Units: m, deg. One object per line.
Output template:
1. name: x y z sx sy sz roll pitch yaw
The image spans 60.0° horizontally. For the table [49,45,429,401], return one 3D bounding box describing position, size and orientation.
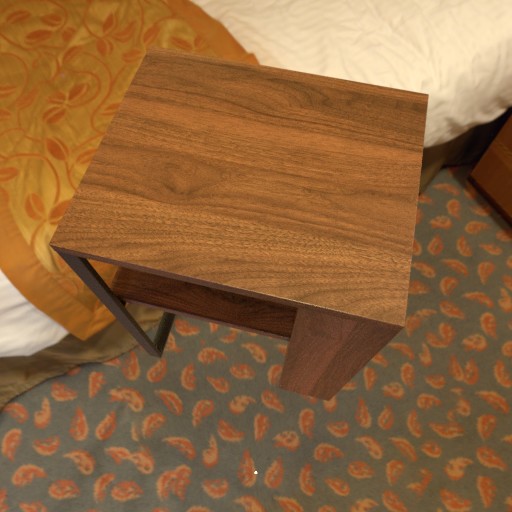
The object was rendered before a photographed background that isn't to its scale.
1. table: 0.000 0.000 1.549 0.786 1.041 0.660 13 65 6
